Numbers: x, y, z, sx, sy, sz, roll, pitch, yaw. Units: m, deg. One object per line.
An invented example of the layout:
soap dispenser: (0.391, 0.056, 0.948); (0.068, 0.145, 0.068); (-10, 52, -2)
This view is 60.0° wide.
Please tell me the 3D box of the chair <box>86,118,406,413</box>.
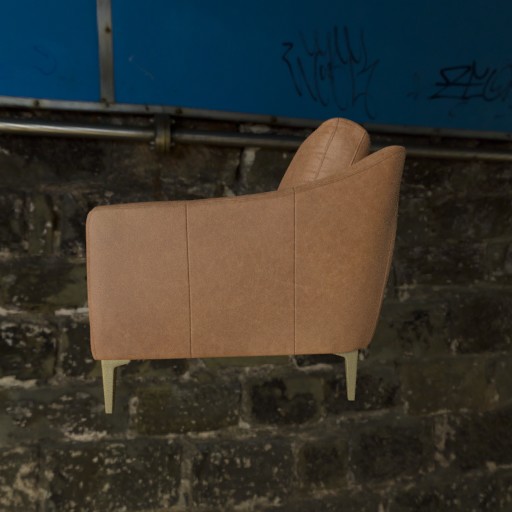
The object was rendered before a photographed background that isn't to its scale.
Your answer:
chair: (0.000, 0.000, 1.708); (0.963, 0.895, 0.988); (0, 1, 1)
